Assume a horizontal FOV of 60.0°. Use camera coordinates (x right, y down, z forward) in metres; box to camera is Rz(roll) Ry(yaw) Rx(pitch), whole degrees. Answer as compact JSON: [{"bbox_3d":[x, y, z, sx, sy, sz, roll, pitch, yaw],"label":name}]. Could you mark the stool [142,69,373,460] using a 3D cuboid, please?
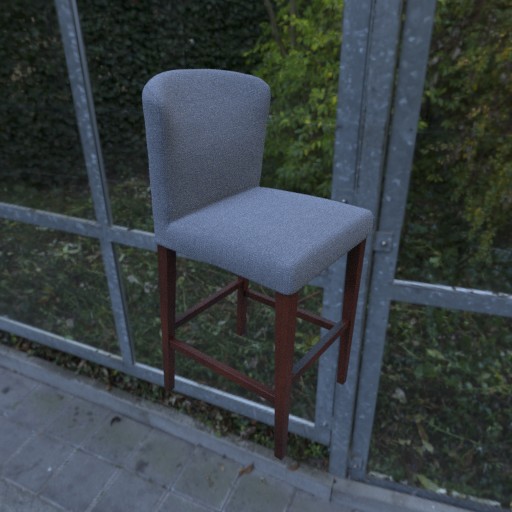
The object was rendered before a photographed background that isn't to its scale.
[{"bbox_3d":[0.000,0.000,1.400,0.568,1.069,0.486,19,32,33],"label":"stool"}]
